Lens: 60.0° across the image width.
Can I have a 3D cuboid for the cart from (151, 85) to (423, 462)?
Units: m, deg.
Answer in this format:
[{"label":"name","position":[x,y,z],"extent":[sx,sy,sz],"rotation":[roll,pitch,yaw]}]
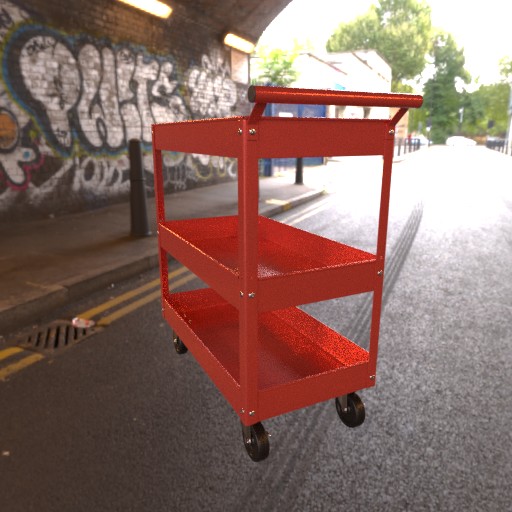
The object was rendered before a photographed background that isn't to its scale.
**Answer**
[{"label":"cart","position":[0.000,0.000,1.189],"extent":[0.366,0.780,0.719],"rotation":[-8,17,-26]}]
